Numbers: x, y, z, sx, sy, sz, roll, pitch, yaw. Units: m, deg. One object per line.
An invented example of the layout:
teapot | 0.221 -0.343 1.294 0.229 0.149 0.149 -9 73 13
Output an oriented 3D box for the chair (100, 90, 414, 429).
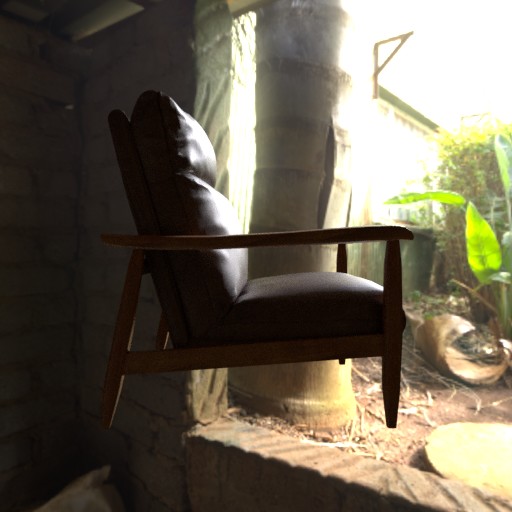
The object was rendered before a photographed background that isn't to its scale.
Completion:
chair | 0.000 0.000 1.485 0.830 0.897 0.782 0 1 -1
